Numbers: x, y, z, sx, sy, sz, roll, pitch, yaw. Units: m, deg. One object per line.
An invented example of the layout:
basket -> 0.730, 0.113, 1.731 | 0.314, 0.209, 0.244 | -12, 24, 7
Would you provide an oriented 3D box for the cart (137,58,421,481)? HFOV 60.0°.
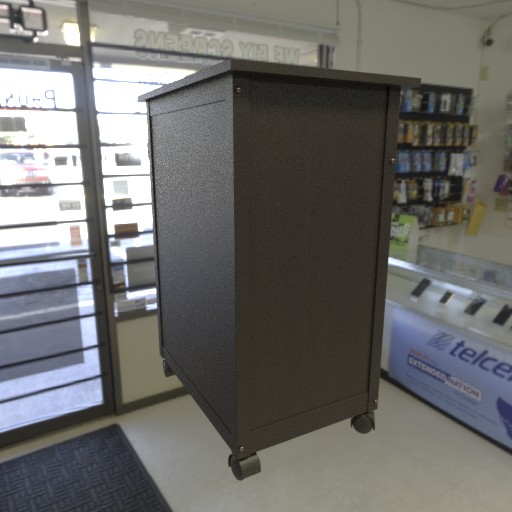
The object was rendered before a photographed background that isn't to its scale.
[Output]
cart -> 0.000, 0.000, 1.236 | 0.456, 0.879, 0.660 | -7, 16, -28
